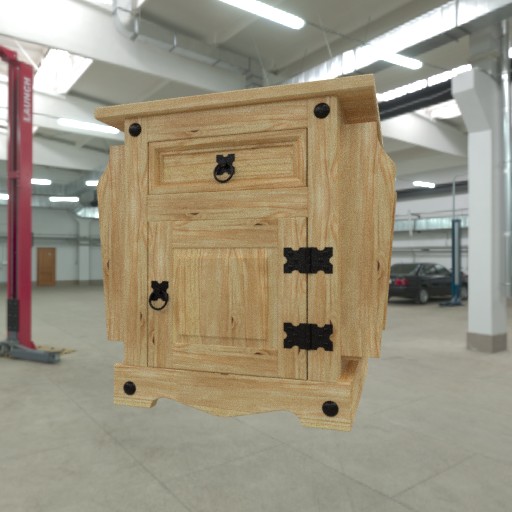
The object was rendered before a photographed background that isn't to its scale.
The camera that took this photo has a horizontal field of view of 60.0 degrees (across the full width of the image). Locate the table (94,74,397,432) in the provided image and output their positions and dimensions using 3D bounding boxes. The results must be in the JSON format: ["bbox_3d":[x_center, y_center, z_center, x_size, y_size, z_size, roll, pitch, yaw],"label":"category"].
[{"bbox_3d":[0.000,0.000,0.876,0.530,0.515,0.380,0,0,18],"label":"table"}]
